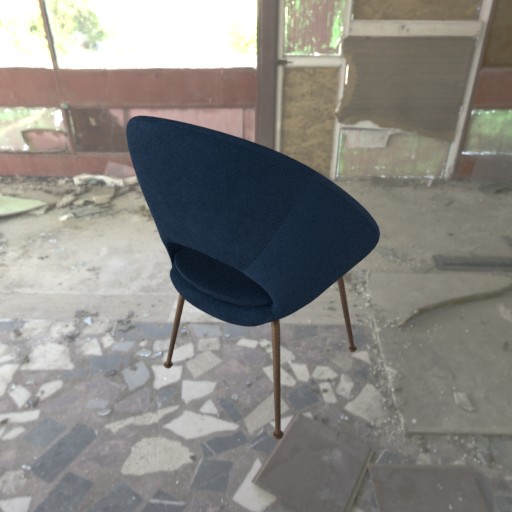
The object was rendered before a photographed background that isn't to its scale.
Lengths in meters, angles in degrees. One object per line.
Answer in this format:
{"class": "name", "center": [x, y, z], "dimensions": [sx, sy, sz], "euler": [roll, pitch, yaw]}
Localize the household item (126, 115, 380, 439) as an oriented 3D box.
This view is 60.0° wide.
{"class": "household item", "center": [0.000, 0.000, 1.262], "dimensions": [0.623, 0.852, 0.573], "euler": [21, 36, 32]}
